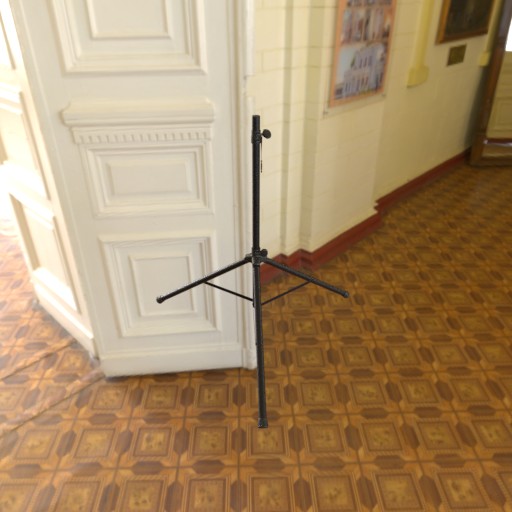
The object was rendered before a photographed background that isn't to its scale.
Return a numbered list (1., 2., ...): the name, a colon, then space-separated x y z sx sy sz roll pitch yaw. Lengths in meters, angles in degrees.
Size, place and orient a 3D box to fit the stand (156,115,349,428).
1. stand: 0.000 0.000 2.743 1.596 1.595 1.339 -1 31 -2
